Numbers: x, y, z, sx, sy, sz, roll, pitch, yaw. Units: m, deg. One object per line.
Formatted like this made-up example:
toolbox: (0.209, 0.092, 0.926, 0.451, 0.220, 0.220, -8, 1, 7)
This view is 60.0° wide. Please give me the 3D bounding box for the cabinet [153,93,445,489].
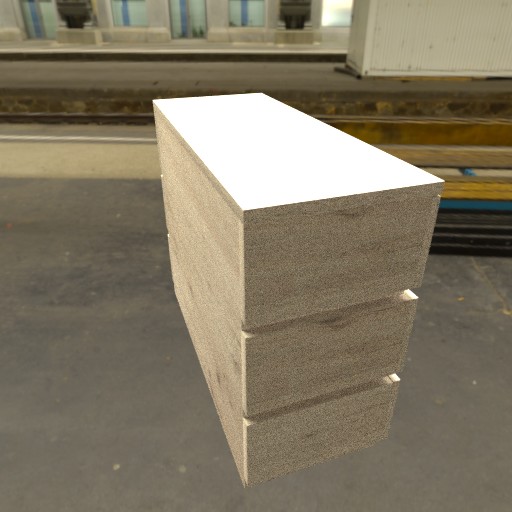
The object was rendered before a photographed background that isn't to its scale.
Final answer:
cabinet: (0.000, 0.000, 1.443, 0.420, 0.820, 1.040, -10, 31, -17)
